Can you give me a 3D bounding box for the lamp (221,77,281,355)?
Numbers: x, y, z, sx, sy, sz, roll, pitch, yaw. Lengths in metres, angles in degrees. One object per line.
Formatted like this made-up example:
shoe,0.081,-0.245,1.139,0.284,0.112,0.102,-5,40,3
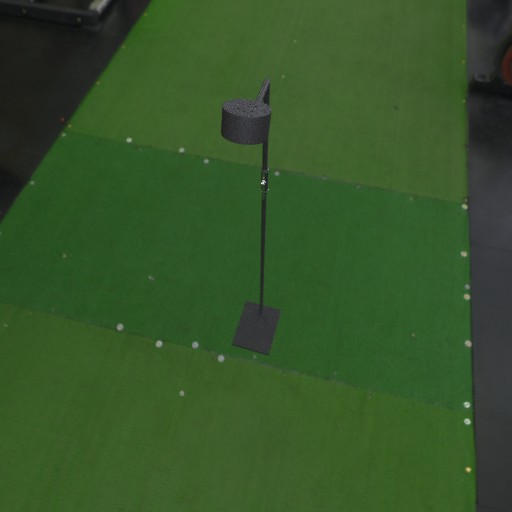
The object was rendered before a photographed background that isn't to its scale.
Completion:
lamp,0.000,0.000,1.733,0.203,1.600,0.304,14,60,8
